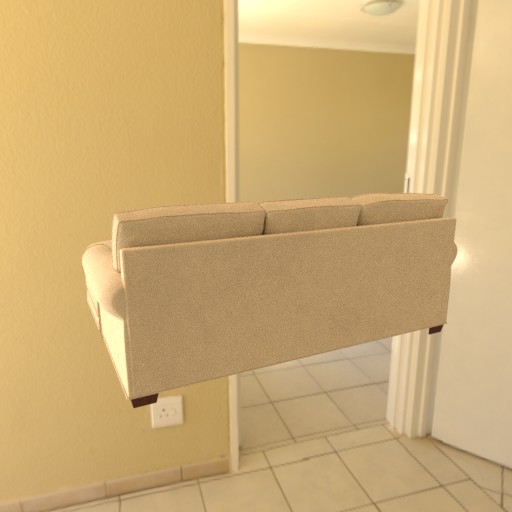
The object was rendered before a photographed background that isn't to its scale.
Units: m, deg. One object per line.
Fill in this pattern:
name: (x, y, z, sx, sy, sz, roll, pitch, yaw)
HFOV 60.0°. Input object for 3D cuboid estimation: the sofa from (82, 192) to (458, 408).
sofa: (0.000, 0.000, 2.422, 1.770, 0.734, 1.226, -7, 15, -25)
